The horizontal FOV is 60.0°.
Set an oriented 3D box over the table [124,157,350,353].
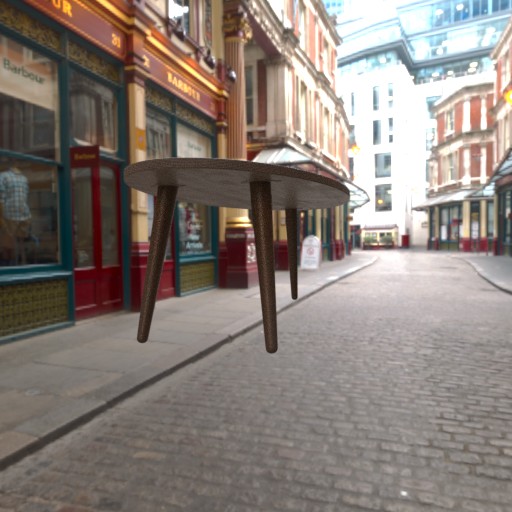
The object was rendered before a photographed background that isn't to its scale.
[{"bbox_3d":[0.000,0.000,1.336,0.542,0.390,1.083,1,2,18],"label":"table"}]
